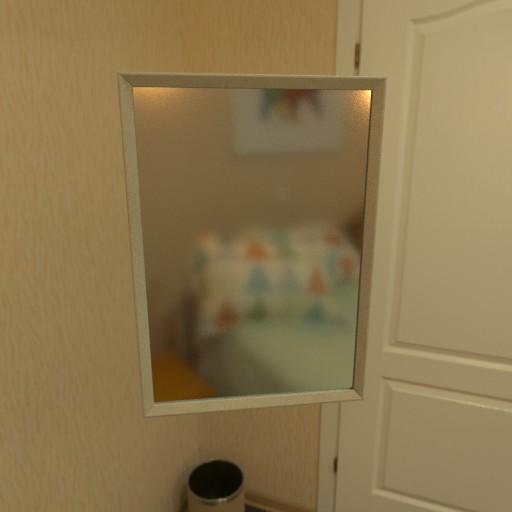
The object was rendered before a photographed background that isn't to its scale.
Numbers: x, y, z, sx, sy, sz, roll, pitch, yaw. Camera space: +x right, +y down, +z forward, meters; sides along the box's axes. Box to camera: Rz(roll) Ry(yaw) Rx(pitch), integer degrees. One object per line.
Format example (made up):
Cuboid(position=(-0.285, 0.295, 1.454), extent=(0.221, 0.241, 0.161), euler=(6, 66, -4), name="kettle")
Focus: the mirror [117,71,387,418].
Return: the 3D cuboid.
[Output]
Cuboid(position=(0.000, 0.000, 0.935), extent=(0.507, 0.710, 0.039), euler=(-2, 15, -8), name="mirror")
